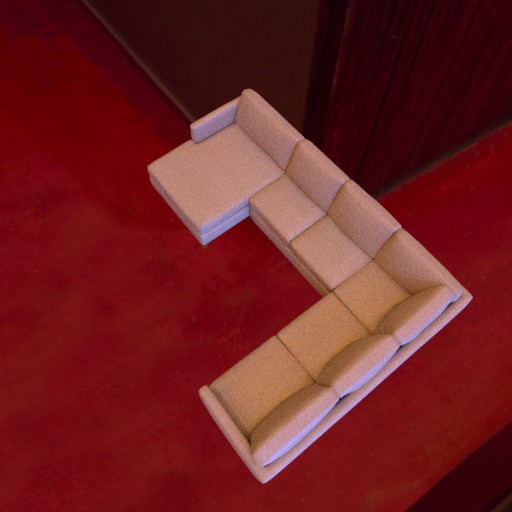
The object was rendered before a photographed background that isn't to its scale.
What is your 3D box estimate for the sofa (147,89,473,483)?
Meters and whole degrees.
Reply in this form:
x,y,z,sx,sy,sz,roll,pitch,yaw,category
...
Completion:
x,y,z,sx,sy,sz,roll,pitch,yaw,category
0.000,0.000,4.657,2.594,0.961,3.460,-35,69,-16,sofa
